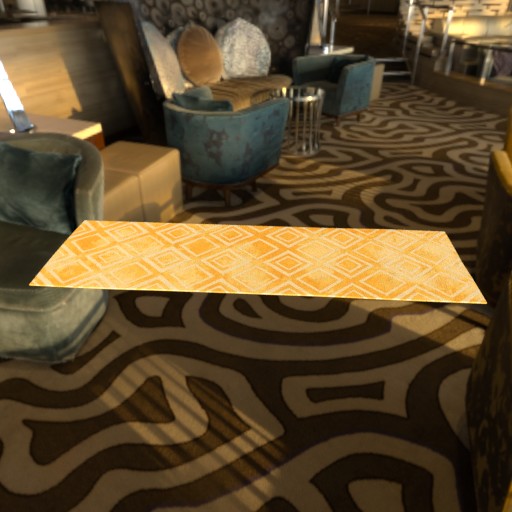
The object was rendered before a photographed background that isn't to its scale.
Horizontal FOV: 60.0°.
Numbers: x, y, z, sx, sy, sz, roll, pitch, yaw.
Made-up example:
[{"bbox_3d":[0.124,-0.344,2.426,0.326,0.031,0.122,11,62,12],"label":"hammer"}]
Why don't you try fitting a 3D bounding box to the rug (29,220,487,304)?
[{"bbox_3d":[0.000,0.000,2.668,2.438,0.010,0.775,2,32,3],"label":"rug"}]
